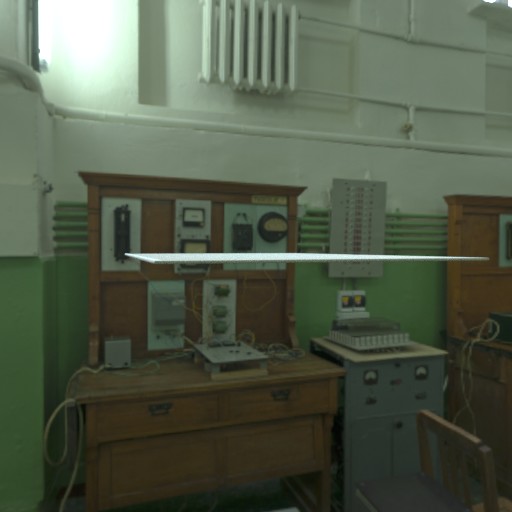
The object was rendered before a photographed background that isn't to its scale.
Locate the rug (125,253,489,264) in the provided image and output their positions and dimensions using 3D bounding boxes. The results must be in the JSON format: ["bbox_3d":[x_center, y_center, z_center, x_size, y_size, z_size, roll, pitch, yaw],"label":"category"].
[{"bbox_3d":[0.000,0.000,2.864,1.532,0.017,2.244,0,1,-19],"label":"rug"}]
